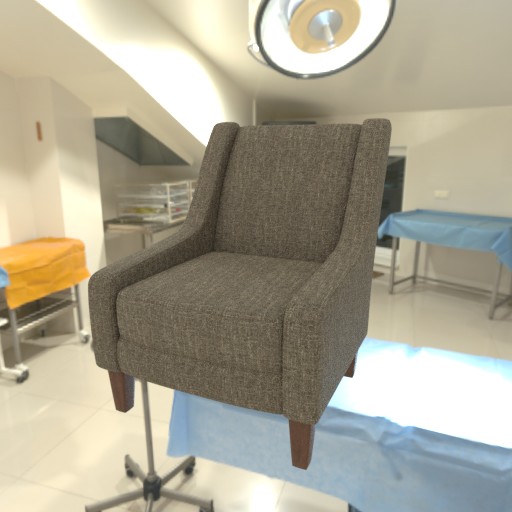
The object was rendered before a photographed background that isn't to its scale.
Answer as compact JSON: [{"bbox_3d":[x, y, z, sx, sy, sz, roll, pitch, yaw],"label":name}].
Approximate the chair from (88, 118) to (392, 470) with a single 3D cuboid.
[{"bbox_3d":[0.000,0.000,1.660,0.793,1.012,0.944,6,15,24],"label":"chair"}]
